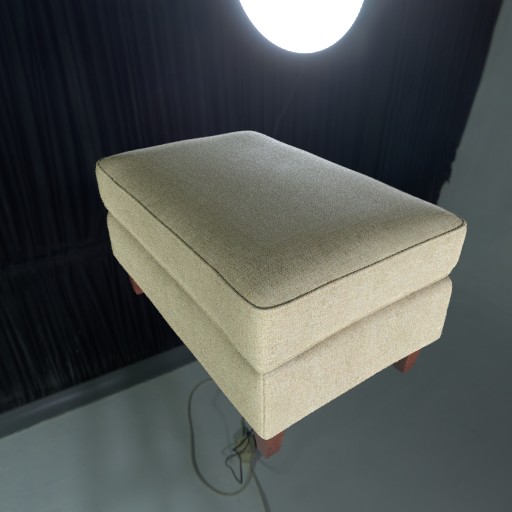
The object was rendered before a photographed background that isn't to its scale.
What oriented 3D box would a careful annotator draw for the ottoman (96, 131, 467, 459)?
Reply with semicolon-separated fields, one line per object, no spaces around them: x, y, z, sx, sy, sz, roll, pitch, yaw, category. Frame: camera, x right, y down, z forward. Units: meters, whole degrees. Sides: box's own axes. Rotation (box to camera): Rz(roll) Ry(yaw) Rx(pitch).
0.000;0.000;1.223;0.583;0.484;0.862;-20;37;-29;ottoman
